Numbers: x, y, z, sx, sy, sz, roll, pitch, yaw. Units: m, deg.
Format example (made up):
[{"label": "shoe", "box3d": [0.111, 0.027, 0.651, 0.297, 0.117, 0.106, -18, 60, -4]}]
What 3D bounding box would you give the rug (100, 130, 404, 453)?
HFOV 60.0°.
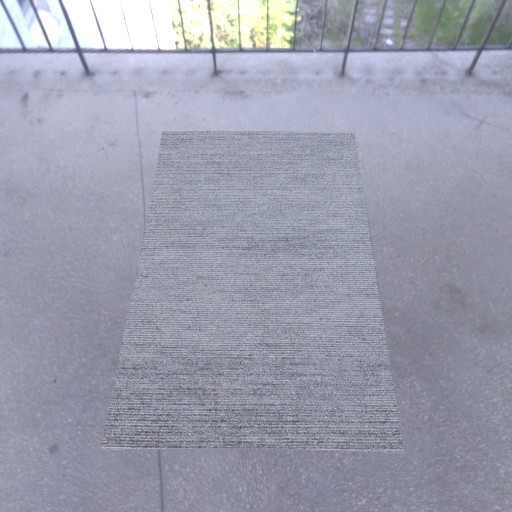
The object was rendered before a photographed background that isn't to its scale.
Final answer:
[{"label": "rug", "box3d": [0.000, 0.000, 2.171, 1.159, 0.021, 1.789, 1, 57, 1]}]
